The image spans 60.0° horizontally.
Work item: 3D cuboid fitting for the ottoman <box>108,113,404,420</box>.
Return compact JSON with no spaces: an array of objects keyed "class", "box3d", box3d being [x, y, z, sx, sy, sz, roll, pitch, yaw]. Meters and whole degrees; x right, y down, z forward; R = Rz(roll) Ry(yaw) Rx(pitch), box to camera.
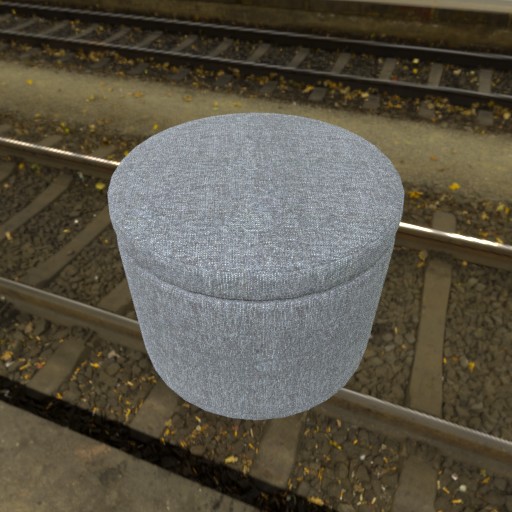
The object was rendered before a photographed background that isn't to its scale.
[{"class":"ottoman","box3d":[0.000,0.000,0.886,0.500,0.419,0.500,0,42,0]}]
